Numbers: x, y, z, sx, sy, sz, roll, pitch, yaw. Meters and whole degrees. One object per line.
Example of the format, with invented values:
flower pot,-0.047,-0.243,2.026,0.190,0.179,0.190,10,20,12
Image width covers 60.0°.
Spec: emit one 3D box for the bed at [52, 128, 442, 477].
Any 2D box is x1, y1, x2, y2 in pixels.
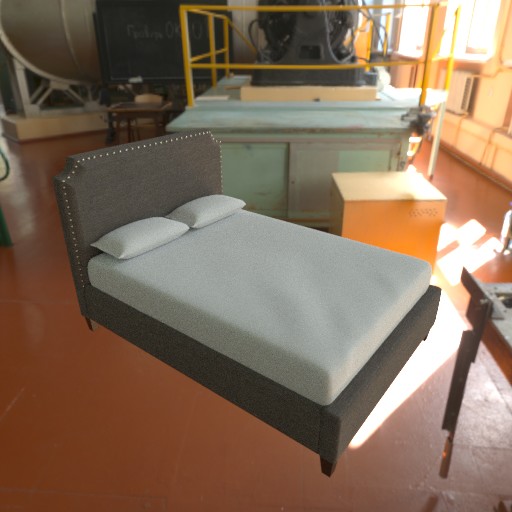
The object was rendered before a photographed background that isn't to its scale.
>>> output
bed,0.000,0.000,3.385,2.381,1.457,1.713,19,32,33
